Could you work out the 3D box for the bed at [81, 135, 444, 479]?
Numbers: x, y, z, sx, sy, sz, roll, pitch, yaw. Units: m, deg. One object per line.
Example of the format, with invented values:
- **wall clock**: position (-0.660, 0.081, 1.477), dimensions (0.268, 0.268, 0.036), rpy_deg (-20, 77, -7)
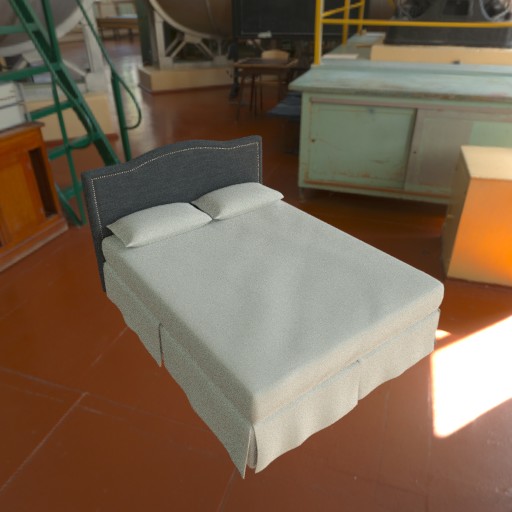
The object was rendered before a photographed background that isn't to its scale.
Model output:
- **bed**: position (0.000, 0.000, 3.994), dimensions (2.161, 1.457, 2.689), rpy_deg (-21, 37, -31)
